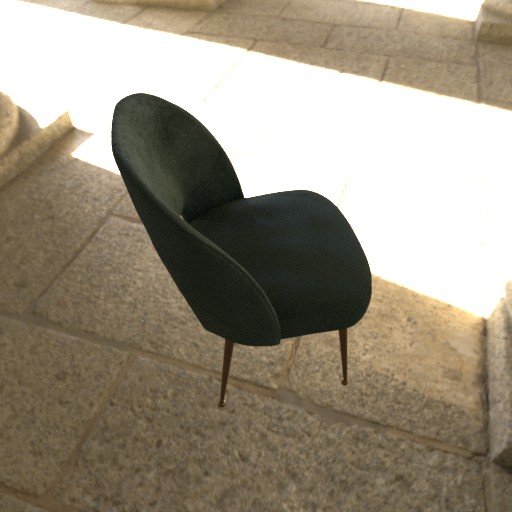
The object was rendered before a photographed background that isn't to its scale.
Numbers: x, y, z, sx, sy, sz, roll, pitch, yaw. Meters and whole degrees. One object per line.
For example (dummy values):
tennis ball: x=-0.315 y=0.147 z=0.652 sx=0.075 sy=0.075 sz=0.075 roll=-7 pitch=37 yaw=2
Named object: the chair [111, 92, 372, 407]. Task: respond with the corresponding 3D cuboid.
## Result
chair: x=0.000 y=0.000 z=1.207 sx=0.577 sy=0.860 sz=0.527 roll=-8 pitch=46 yaw=-7
